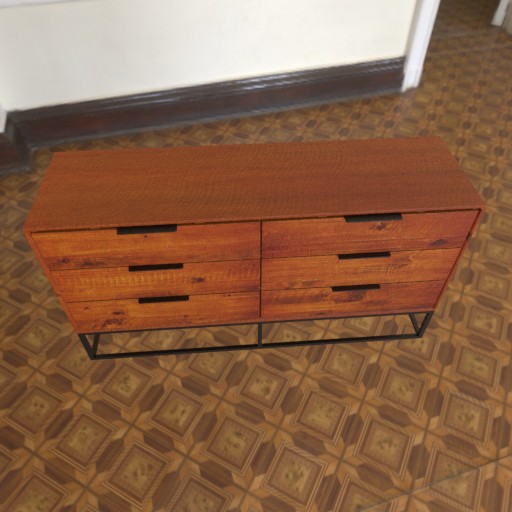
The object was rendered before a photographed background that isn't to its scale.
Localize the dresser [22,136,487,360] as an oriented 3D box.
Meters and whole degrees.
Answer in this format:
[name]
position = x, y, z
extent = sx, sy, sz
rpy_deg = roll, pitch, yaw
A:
[dresser]
position = 0.000, 0.000, 1.896
extent = 1.536, 0.810, 0.464
rpy_deg = -3, 46, -3
